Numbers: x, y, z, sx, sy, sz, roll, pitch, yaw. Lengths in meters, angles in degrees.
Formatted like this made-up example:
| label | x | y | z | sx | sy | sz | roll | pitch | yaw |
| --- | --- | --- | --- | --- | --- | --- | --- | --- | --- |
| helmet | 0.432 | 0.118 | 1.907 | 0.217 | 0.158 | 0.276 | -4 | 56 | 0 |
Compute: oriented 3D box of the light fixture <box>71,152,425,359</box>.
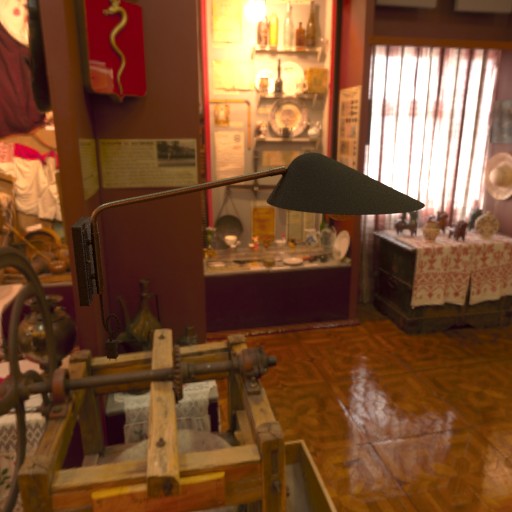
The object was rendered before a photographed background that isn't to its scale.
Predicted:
| label | x | y | z | sx | sy | sz | roll | pitch | yaw |
| --- | --- | --- | --- | --- | --- | --- | --- | --- | --- |
| light fixture | 0.000 | 0.000 | 0.689 | 0.516 | 0.312 | 0.240 | -3 | 16 | -10 |
